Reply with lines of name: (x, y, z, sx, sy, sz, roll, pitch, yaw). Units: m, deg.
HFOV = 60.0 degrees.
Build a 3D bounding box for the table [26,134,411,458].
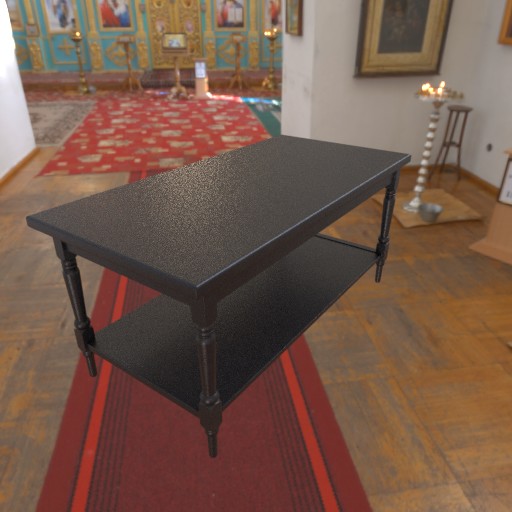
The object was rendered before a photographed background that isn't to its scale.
table: (0.000, 0.000, 1.422, 0.550, 0.510, 1.107, 19, 33, 31)
